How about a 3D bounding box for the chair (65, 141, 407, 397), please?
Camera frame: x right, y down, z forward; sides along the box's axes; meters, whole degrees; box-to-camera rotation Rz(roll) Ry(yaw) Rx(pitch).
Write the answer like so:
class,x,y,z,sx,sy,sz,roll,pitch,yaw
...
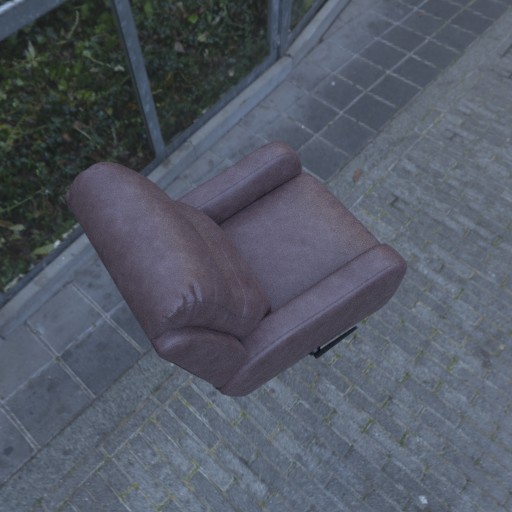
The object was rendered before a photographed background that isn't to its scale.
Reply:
class,x,y,z,sx,sy,sz,roll,pitch,yaw
chair,0.000,0.000,1.811,1.067,1.067,0.865,-31,63,-17
